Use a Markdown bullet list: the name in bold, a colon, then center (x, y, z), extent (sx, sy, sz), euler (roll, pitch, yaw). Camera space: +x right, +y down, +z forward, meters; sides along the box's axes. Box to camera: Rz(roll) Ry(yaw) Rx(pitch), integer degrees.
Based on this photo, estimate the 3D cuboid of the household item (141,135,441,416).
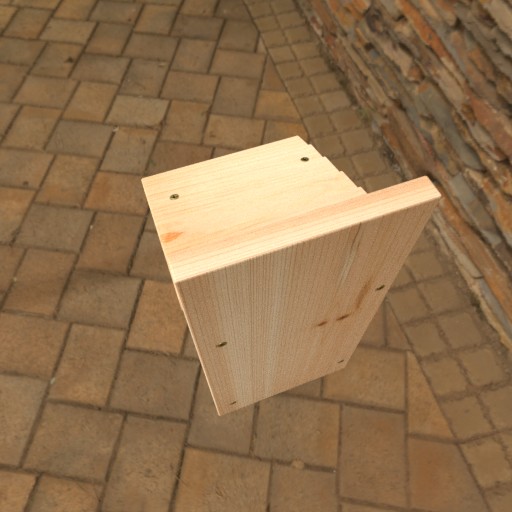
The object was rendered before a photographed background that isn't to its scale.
- **household item**: center (0.000, 0.000, 0.390), extent (0.149, 0.300, 0.171), euler (-18, 61, -11)
